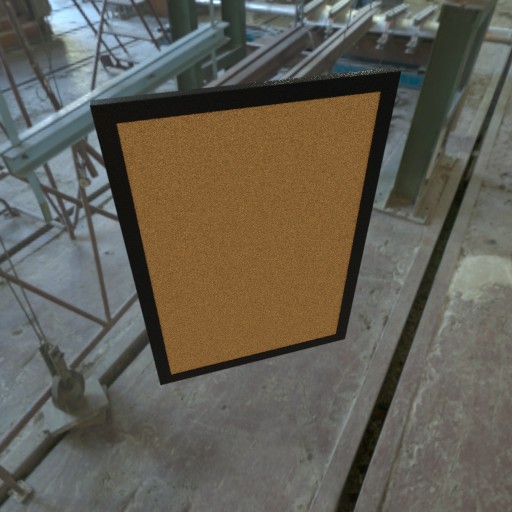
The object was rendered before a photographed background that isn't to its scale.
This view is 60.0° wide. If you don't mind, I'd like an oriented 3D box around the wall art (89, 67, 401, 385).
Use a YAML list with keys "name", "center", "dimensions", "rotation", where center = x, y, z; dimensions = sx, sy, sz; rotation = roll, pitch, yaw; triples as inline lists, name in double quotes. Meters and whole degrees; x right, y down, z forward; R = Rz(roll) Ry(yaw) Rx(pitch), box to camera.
- name: "wall art"
  center: [0.000, 0.000, 0.855]
  dimensions: [0.462, 0.656, 0.019]
  rotation: [-11, 42, -12]
